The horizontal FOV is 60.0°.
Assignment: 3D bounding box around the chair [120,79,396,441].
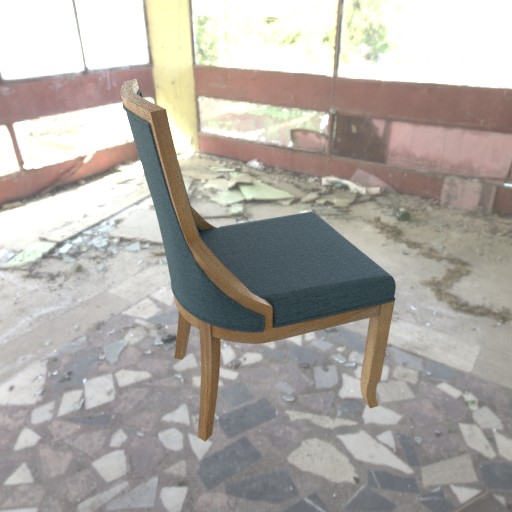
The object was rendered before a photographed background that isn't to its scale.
[{"bbox_3d":[0.000,0.000,1.307,0.641,0.947,0.524,-10,30,-17],"label":"chair"}]
